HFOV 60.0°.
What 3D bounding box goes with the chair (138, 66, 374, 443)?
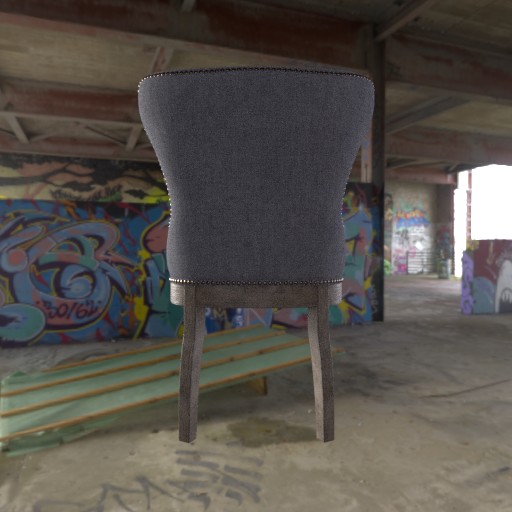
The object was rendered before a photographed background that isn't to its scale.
[{"bbox_3d":[0.000,0.000,1.425,0.654,1.002,0.681,0,1,0],"label":"chair"}]
